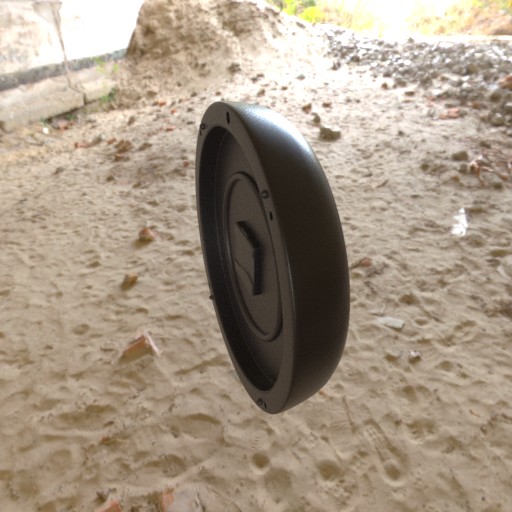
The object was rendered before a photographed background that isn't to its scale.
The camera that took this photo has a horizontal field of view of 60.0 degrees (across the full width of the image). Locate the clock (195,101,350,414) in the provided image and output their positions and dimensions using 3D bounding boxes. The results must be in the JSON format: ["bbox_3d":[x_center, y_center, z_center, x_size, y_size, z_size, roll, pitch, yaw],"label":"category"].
[{"bbox_3d":[0.000,0.000,0.448,0.060,0.300,0.300,-11,32,-17],"label":"clock"}]
